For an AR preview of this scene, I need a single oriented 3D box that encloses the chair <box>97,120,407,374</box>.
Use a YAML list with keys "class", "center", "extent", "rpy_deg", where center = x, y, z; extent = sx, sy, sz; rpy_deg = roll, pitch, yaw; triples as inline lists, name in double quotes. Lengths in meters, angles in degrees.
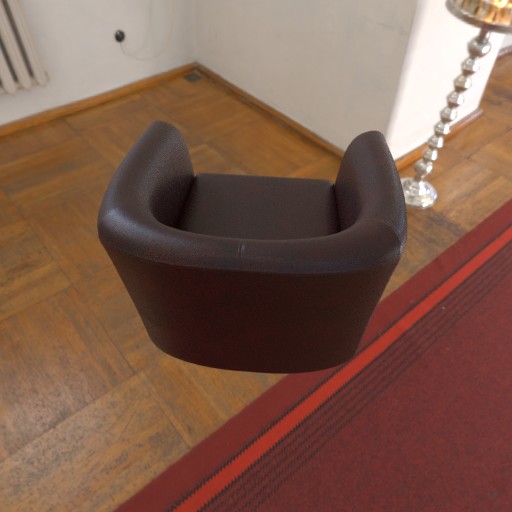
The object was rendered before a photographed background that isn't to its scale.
- class: "chair"
  center: [0.000, 0.000, 1.401]
  extent: [0.792, 0.756, 0.727]
  rpy_deg: [4, 47, 3]
